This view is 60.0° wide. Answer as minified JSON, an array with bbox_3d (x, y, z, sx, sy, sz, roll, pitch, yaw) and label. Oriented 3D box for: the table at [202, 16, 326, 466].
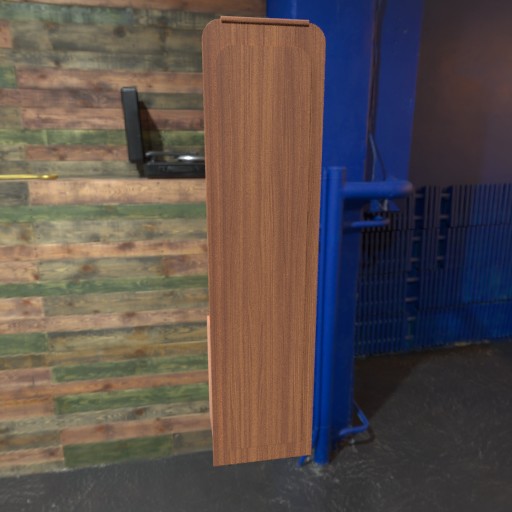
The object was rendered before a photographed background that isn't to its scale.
[{"bbox_3d":[0.000,0.000,1.977,0.450,1.830,0.420,-2,14,-10],"label":"table"}]
